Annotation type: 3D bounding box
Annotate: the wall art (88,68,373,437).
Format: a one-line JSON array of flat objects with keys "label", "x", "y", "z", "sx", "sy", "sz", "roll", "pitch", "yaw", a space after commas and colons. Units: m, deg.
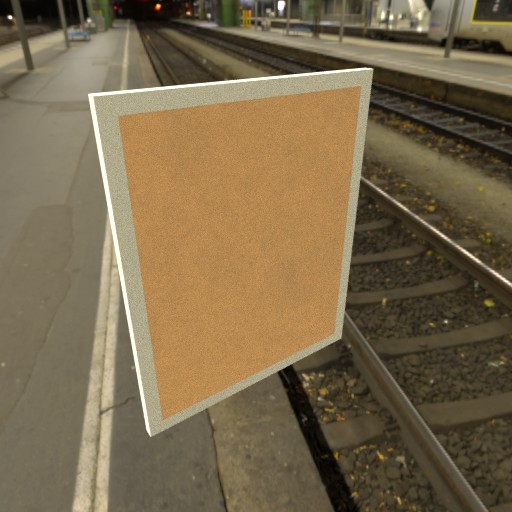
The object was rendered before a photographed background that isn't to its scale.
[{"label": "wall art", "x": 0.000, "y": 0.000, "z": 1.087, "sx": 0.661, "sy": 0.811, "sz": 0.026, "roll": -19, "pitch": 34, "yaw": -30}]
